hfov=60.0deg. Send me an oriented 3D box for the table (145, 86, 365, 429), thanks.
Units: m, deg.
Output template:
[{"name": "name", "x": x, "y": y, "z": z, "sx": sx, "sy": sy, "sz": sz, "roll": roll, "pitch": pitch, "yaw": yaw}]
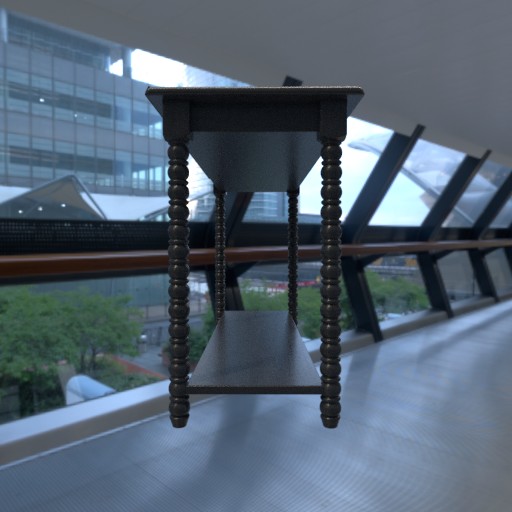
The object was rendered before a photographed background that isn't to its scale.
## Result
[{"name": "table", "x": 0.000, "y": 0.000, "z": 1.514, "sx": 0.459, "sy": 0.735, "sz": 1.184, "roll": 0, "pitch": 1, "yaw": 0}]
